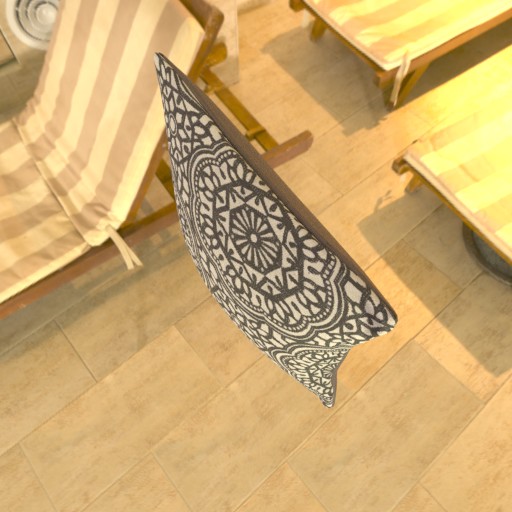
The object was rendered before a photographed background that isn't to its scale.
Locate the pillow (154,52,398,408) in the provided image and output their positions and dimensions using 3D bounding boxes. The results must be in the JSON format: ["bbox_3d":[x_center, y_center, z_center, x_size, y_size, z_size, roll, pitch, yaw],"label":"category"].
[{"bbox_3d":[0.000,0.000,0.643,0.148,0.417,0.436,-32,66,-16],"label":"pillow"}]
